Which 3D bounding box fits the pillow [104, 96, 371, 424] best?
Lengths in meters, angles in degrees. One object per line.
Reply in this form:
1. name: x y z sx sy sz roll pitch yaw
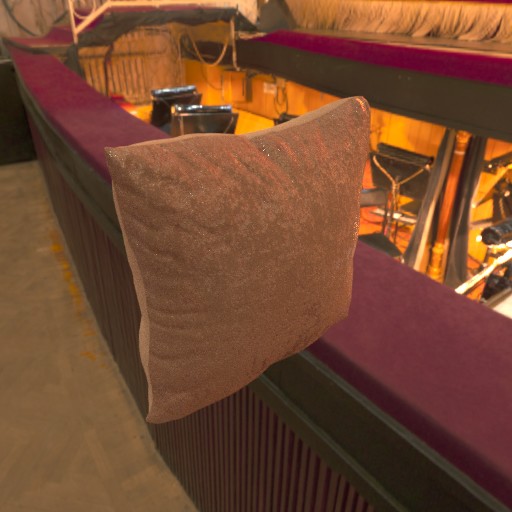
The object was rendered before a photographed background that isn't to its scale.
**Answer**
1. pillow: 0.000 0.000 0.716 0.450 0.448 0.245 -21 36 -32
